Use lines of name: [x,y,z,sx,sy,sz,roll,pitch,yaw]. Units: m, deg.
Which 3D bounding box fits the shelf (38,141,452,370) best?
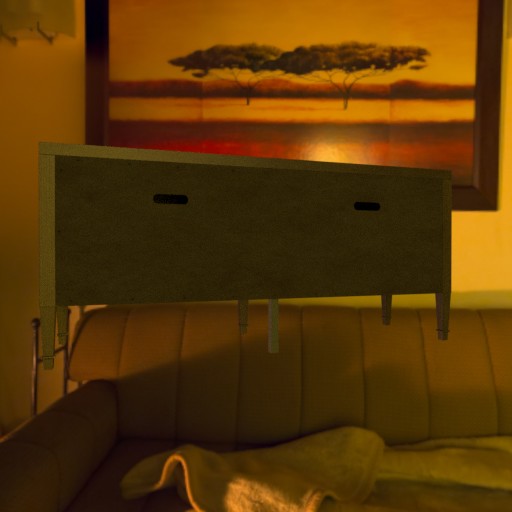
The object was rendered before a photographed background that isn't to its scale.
shelf: [0.000,0.000,1.850,1.575,0.719,0.479,0,0,-18]
